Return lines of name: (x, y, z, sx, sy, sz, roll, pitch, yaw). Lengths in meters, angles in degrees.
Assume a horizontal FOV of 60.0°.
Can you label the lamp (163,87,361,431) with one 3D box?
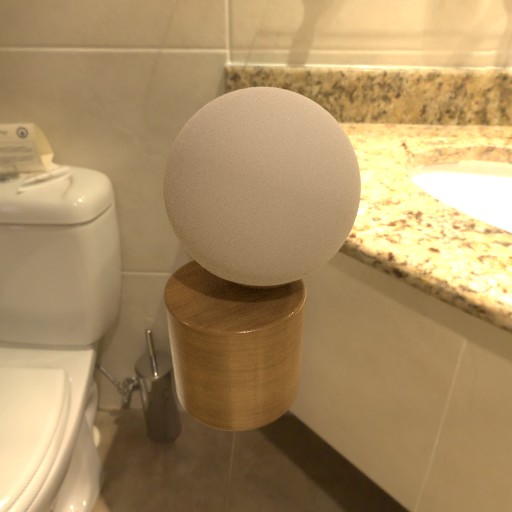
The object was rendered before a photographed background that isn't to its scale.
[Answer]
lamp: (0.000, 0.000, 0.350, 0.152, 0.250, 0.141, -19, 36, -29)
